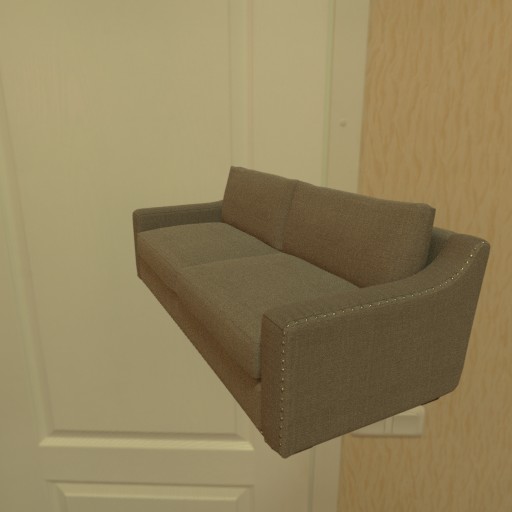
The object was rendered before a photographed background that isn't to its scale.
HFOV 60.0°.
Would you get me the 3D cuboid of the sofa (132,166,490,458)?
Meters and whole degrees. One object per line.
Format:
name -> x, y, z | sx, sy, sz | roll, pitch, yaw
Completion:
sofa -> 0.000, 0.000, 2.574 | 1.000, 0.857, 2.208 | -8, 19, -26
